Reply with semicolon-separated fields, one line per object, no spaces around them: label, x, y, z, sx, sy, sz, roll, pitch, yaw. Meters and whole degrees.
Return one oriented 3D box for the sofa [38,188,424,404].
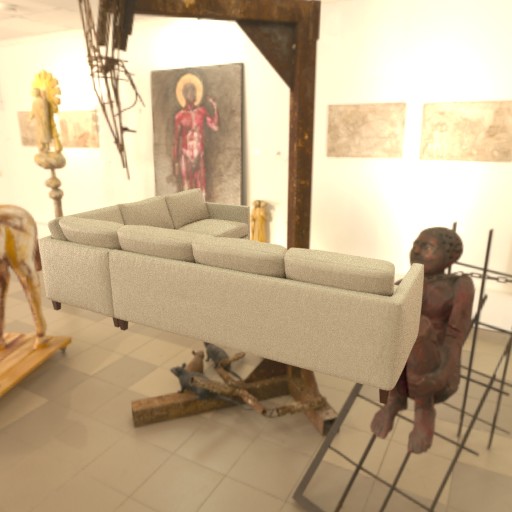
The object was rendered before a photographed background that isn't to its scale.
sofa;0.000;0.000;4.477;3.333;0.934;2.522;9;19;27
